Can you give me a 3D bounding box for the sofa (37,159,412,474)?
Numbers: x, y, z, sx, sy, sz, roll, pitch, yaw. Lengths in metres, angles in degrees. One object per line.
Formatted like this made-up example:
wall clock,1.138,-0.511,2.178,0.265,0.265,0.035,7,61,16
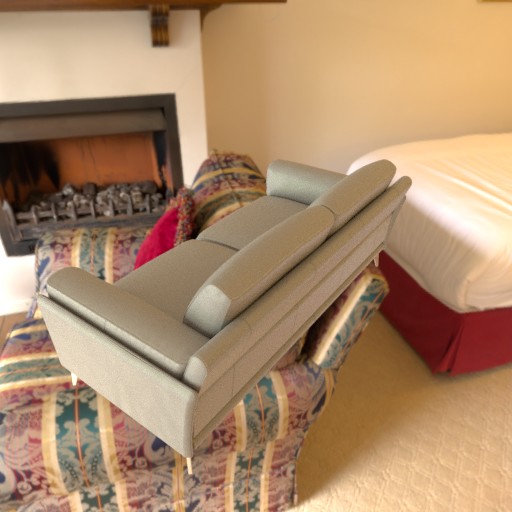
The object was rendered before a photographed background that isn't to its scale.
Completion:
sofa,0.000,0.000,2.574,1.049,0.930,2.101,21,38,30
